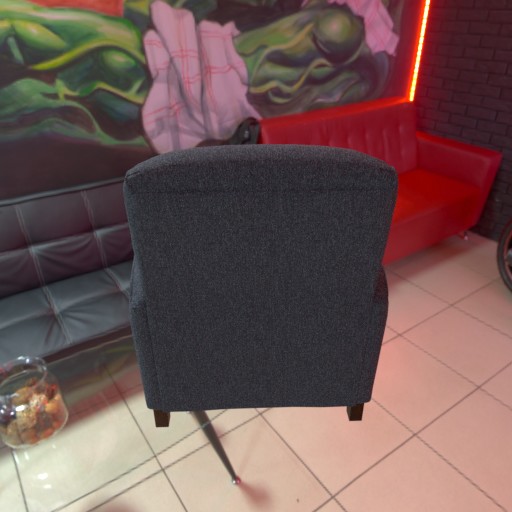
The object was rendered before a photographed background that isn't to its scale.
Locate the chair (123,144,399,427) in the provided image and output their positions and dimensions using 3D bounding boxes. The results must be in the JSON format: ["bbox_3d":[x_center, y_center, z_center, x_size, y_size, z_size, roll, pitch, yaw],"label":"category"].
[{"bbox_3d":[0.000,0.000,1.628,0.839,1.016,0.850,-1,30,-2],"label":"chair"}]
